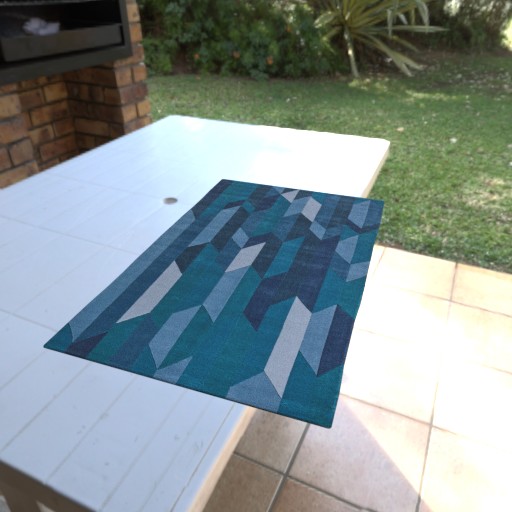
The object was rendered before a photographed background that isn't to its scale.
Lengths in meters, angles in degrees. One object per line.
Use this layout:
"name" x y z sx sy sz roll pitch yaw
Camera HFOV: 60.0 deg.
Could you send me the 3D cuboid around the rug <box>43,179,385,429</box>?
"rug" 0.000 0.000 3.069 1.528 0.005 2.420 10 34 16
